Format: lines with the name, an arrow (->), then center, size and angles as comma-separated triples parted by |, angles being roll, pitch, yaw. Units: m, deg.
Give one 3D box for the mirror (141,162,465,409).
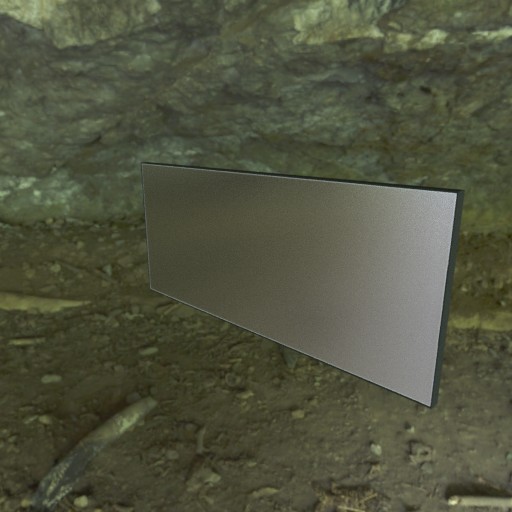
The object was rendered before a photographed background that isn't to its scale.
mirror -> 0.000, 0.000, 1.853 | 1.584, 0.692, 0.047 | 15, 22, 41
